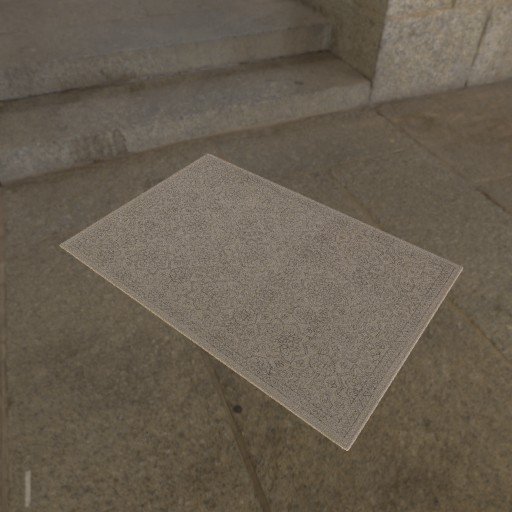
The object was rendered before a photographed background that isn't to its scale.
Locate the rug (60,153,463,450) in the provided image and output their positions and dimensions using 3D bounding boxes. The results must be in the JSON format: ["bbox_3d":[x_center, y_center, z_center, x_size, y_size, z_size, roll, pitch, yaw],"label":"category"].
[{"bbox_3d":[0.000,0.000,3.000,2.286,0.011,1.524,29,51,26],"label":"rug"}]
